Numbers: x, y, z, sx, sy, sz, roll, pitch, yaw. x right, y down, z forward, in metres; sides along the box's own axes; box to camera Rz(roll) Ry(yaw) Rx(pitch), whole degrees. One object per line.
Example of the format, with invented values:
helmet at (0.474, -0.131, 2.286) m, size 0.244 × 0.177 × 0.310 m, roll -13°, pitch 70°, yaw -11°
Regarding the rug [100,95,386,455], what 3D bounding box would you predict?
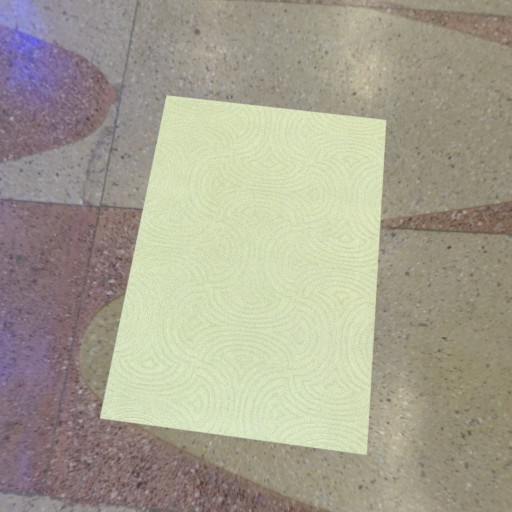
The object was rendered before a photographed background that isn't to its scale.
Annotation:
rug at (0.000, 0.000, 2.780) m, size 1.526 × 0.015 × 2.132 m, roll 7°, pitch 75°, yaw 2°
